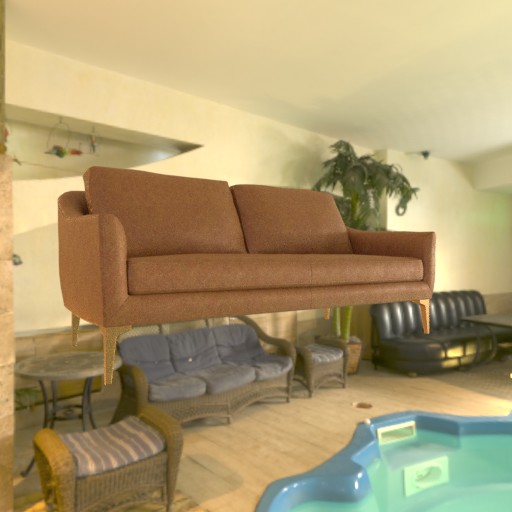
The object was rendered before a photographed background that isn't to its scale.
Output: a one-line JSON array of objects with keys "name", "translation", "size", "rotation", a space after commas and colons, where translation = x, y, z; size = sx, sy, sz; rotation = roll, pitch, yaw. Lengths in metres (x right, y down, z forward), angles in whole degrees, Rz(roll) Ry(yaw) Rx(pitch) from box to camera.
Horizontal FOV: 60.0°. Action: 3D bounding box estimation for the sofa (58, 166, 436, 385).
[{"name": "sofa", "translation": [0.000, 0.000, 2.532], "size": [2.036, 0.945, 0.981], "rotation": [0, 0, -34]}]
